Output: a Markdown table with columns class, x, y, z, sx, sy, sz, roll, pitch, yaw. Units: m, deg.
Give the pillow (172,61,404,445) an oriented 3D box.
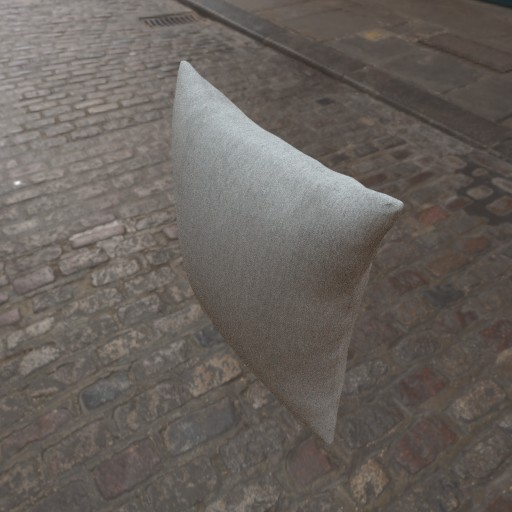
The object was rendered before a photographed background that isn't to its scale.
| class | x | y | z | sx | sy | sz | roll | pitch | yaw |
| --- | --- | --- | --- | --- | --- | --- | --- | --- | --- |
| pillow | 0.000 | 0.000 | 0.656 | 0.173 | 0.436 | 0.433 | -23 | 47 | -24 |
